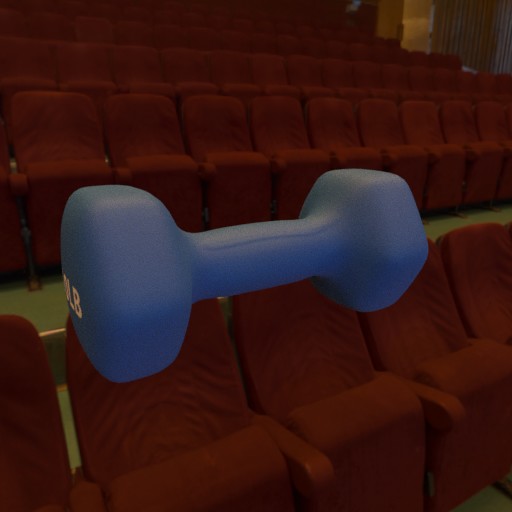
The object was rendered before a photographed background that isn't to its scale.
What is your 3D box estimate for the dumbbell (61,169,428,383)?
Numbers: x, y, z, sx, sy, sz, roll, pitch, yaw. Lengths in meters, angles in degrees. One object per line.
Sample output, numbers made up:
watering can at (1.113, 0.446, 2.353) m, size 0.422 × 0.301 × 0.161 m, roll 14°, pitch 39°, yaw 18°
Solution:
dumbbell at (0.000, 0.000, 0.266) m, size 0.212 × 0.093 × 0.103 m, roll -10°, pitch 19°, yaw -29°
